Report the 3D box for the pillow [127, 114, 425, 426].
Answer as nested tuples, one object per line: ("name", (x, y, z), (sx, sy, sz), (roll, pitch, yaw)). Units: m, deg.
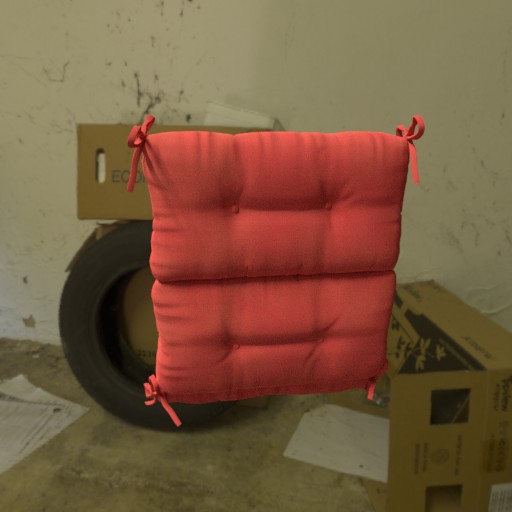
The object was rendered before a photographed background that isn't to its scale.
("pillow", (0.000, 0.000, 1.027), (0.519, 0.605, 0.571), (-2, 15, -9))
